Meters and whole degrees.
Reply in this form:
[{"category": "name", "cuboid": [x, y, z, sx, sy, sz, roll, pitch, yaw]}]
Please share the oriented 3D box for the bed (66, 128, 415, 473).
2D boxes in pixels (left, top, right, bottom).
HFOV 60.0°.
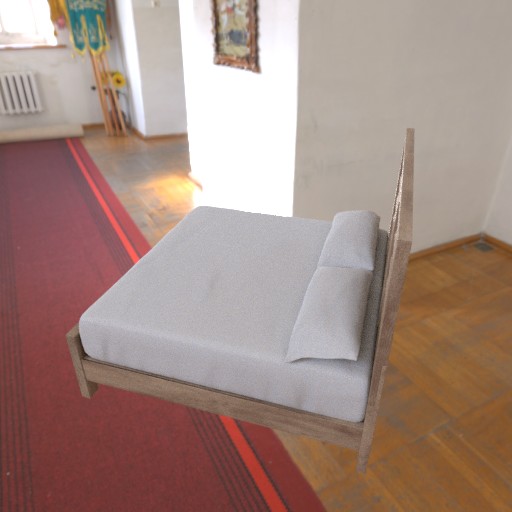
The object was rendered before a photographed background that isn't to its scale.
[{"category": "bed", "cuboid": [0.000, 0.000, 3.429, 2.062, 1.626, 2.032, 9, 31, 15]}]
